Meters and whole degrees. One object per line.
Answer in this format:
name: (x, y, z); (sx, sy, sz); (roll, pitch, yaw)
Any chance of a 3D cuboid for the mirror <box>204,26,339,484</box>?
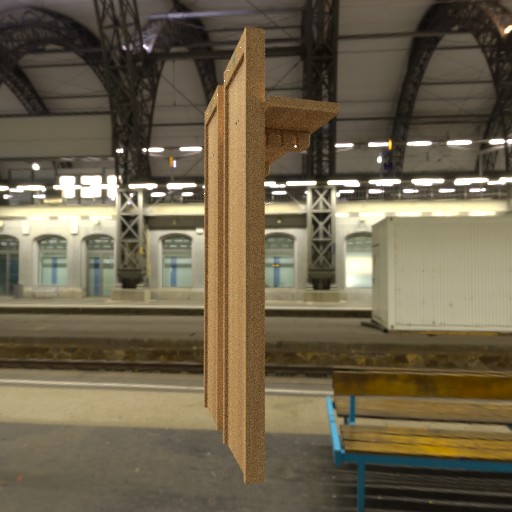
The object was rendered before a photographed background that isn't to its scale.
mirror: (0.000, 0.000, 1.583); (0.260, 1.250, 0.800); (0, -2, -16)
